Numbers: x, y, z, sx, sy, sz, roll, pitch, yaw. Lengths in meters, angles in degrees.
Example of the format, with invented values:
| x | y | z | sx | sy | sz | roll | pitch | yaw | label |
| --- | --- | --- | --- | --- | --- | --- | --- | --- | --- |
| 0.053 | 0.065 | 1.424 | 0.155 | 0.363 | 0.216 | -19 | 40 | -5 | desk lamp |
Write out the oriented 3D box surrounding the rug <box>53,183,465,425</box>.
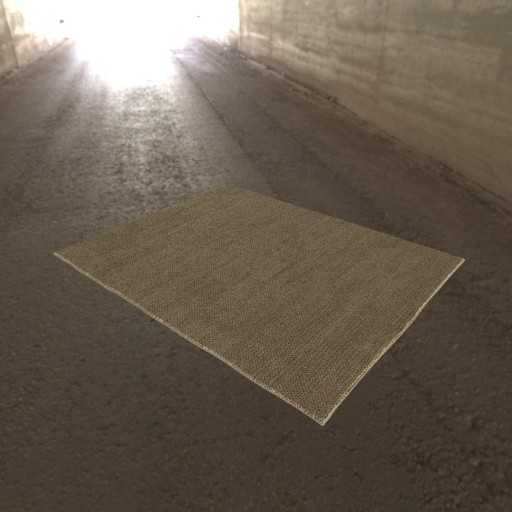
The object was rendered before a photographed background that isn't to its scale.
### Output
| x | y | z | sx | sy | sz | roll | pitch | yaw | label |
| --- | --- | --- | --- | --- | --- | --- | --- | --- | --- |
| 0.000 | 0.000 | 4.170 | 3.052 | 0.030 | 2.429 | 23 | 37 | 34 | rug |
